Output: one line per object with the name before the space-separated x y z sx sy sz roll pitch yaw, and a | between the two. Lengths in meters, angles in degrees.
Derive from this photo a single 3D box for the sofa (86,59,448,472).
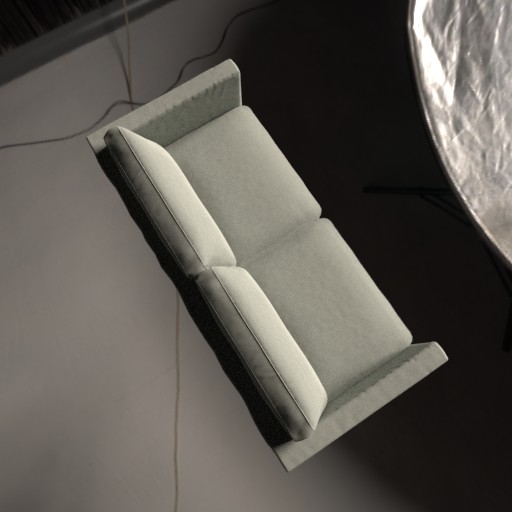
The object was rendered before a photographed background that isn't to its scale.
sofa | 0.000 0.000 2.503 0.940 0.870 1.987 -32 78 -8
